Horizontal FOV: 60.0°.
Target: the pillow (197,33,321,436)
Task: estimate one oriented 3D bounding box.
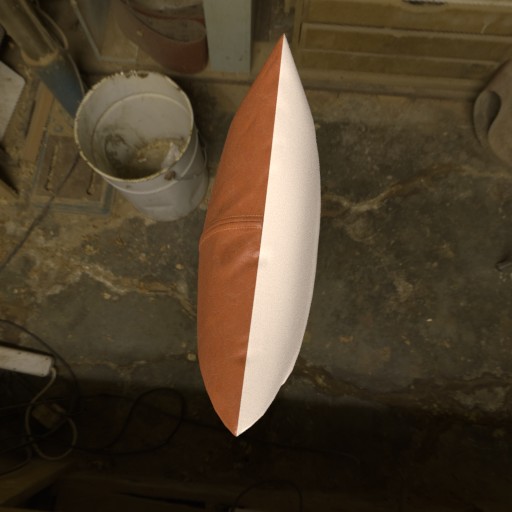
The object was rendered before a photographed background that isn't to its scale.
[{"bbox_3d":[0.000,0.000,0.756,0.192,0.477,0.501,6,78,1],"label":"pillow"}]
